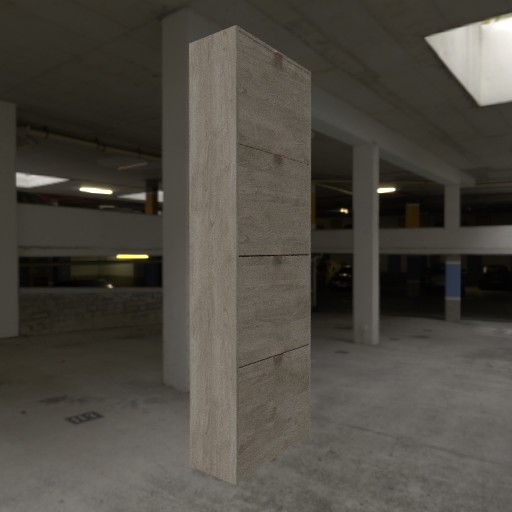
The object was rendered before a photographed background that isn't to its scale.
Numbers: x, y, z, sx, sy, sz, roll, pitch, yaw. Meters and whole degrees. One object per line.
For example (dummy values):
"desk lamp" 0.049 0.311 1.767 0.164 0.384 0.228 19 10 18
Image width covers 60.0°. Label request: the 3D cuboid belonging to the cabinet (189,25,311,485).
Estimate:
"cabinet" 0.000 0.000 1.842 0.250 1.630 0.520 1 1 37
